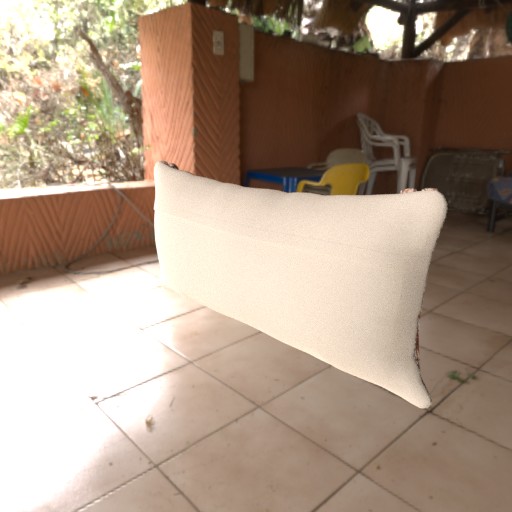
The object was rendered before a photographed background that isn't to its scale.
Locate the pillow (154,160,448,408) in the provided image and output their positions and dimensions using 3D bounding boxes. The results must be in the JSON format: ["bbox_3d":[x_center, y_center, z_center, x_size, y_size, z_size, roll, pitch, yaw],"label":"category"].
[{"bbox_3d":[0.000,0.000,0.743,0.139,0.282,0.635,-15,22,-42],"label":"pillow"}]
